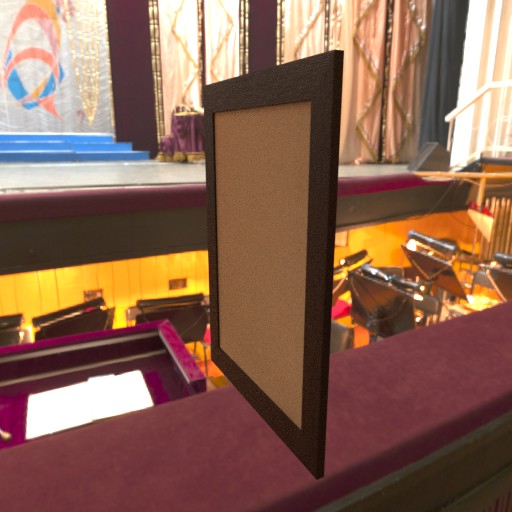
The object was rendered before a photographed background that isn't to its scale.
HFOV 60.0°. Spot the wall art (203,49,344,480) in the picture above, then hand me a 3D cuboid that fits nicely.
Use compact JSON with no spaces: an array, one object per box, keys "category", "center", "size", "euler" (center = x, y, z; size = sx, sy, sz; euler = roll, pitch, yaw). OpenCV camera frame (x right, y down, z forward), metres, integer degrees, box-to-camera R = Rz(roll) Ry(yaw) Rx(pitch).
[{"category":"wall art","center":[0.000,0.000,0.658],"size":[0.013,0.508,0.359],"euler":[-8,17,-27]}]
